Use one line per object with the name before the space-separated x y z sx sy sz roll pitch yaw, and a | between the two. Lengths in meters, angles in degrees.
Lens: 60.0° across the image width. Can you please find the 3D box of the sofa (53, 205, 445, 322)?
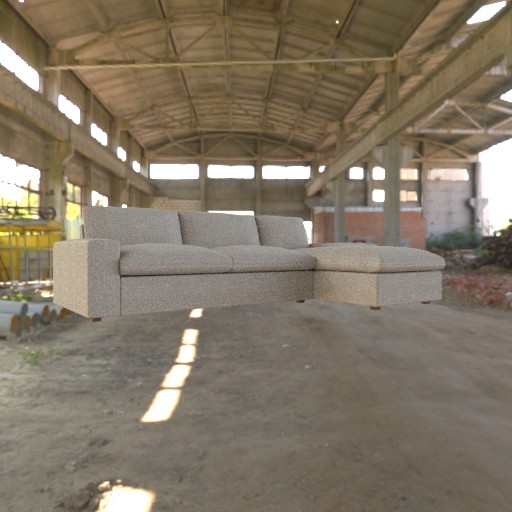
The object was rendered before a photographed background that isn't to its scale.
sofa | 0.000 0.000 3.592 2.718 0.813 1.689 0 1 -36
